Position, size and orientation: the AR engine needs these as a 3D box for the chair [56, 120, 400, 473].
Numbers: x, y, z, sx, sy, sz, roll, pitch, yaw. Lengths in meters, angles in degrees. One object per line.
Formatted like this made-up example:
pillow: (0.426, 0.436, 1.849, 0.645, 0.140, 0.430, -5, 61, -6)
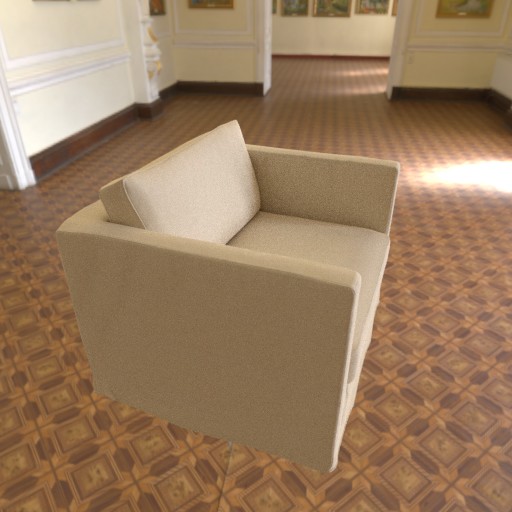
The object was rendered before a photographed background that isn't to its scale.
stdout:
chair: (0.000, 0.000, 1.736, 0.947, 0.851, 1.057, 11, 32, 19)
